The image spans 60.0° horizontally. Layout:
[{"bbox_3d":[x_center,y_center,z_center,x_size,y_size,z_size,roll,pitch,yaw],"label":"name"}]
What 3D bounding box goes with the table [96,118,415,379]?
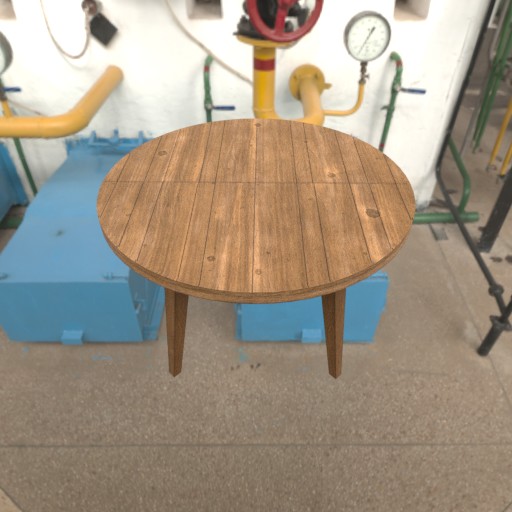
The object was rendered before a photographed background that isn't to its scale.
[{"bbox_3d":[0.000,0.000,1.996,1.213,0.764,1.213,0,41,0],"label":"table"}]
